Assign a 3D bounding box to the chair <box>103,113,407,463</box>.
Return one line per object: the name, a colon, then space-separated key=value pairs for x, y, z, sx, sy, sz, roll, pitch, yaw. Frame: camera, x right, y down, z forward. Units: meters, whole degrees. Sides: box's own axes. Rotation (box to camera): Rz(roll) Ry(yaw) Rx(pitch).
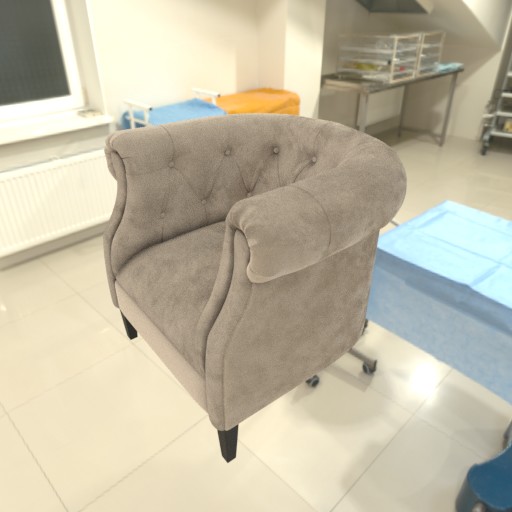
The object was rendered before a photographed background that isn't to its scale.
chair: x=0.000 y=0.000 z=1.565 sx=0.851 sy=0.826 sz=0.904 roll=-22 pitch=38 yaw=-32
